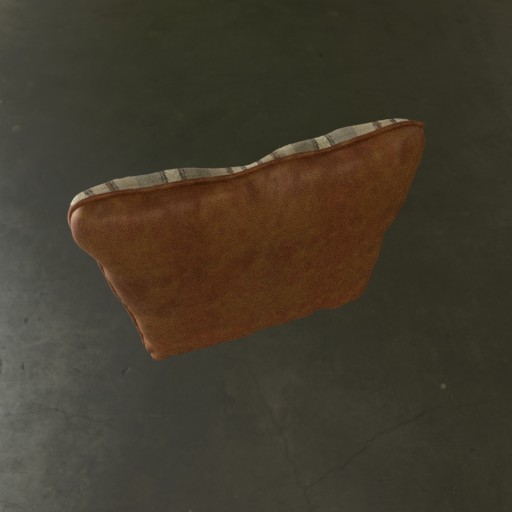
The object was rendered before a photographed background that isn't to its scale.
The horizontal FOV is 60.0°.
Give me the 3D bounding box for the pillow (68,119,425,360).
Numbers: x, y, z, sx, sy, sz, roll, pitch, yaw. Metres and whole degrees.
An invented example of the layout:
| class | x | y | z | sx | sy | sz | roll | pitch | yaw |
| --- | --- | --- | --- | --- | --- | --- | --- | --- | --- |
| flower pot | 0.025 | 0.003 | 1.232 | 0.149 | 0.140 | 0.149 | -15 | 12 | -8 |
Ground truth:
| class | x | y | z | sx | sy | sz | roll | pitch | yaw |
| --- | --- | --- | --- | --- | --- | --- | --- | --- | --- |
| pillow | 0.000 | 0.000 | 0.761 | 0.489 | 0.490 | 0.130 | -16 | 59 | -10 |
